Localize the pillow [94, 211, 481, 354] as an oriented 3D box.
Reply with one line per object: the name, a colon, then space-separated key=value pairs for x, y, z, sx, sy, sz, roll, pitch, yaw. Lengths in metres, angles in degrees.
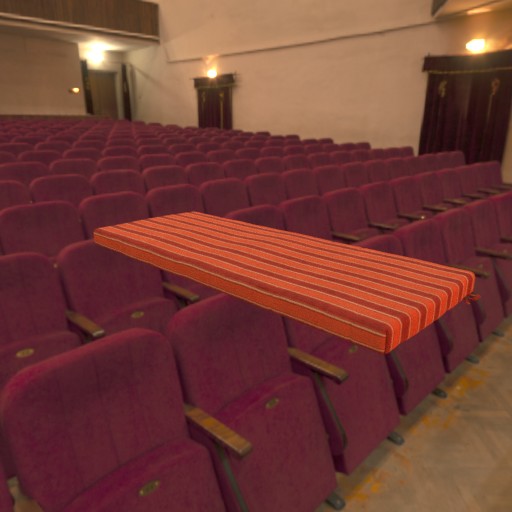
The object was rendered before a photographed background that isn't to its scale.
pillow: x=0.000 y=0.000 z=1.355 sx=1.187 sy=0.081 sz=0.492 roll=16 pitch=23 yaw=42
